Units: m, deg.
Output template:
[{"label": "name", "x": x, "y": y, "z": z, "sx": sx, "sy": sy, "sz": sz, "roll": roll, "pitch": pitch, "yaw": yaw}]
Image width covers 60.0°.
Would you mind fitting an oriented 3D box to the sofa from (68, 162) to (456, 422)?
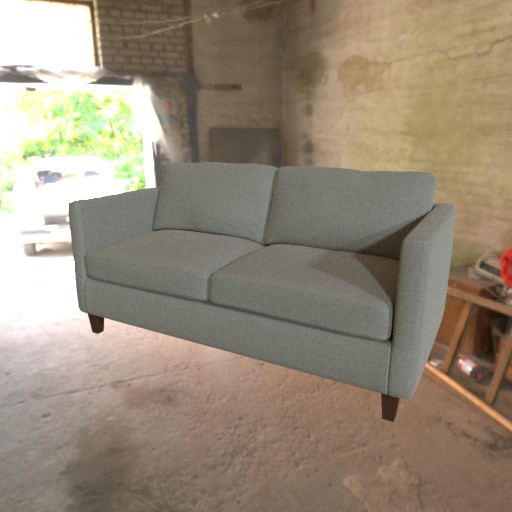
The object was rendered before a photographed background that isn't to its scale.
[{"label": "sofa", "x": 0.000, "y": 0.000, "z": 2.415, "sx": 1.884, "sy": 0.947, "sz": 0.951, "roll": 8, "pitch": 18, "yaw": 28}]
